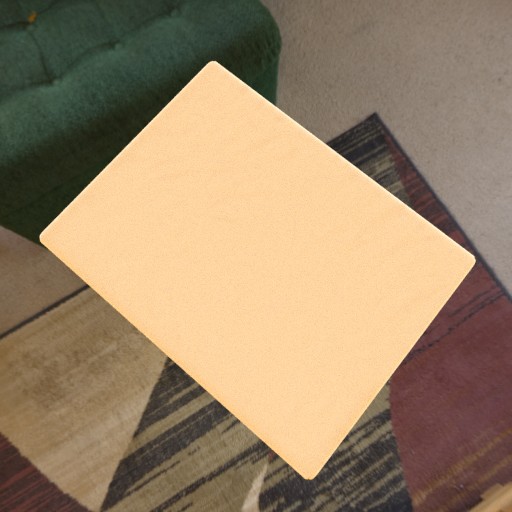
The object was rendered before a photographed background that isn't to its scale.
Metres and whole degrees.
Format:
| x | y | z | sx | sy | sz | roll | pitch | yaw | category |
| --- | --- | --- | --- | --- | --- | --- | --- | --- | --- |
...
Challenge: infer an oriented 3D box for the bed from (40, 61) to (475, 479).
| x | y | z | sx | sy | sz | roll | pitch | yaw | category |
| --- | --- | --- | --- | --- | --- | --- | --- | --- | --- |
| 0.000 | 0.000 | 2.716 | 2.016 | 0.431 | 1.536 | 39 | 80 | 8 | bed |
